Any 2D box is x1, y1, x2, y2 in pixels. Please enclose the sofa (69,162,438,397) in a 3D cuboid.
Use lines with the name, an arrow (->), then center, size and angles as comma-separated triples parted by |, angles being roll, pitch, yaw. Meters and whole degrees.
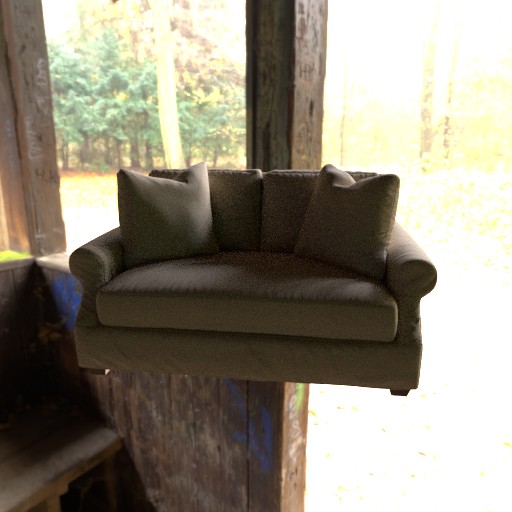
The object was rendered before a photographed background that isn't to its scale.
sofa -> 0.000, 0.000, 2.210 | 1.550, 0.905, 1.070 | 2, 15, 7
